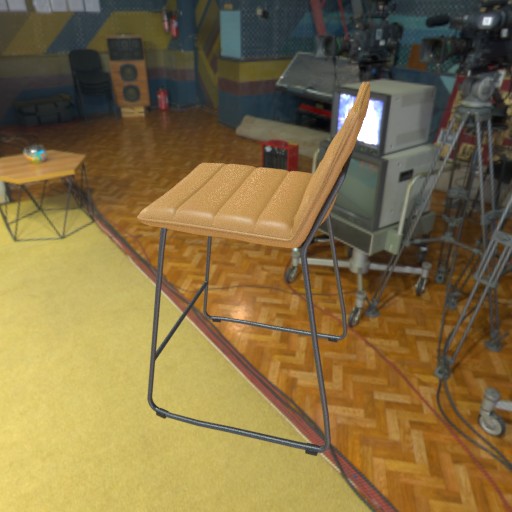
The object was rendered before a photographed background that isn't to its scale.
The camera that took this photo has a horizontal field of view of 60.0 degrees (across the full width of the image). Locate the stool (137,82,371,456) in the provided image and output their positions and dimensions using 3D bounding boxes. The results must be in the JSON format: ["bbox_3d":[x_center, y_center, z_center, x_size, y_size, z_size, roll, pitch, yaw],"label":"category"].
[{"bbox_3d":[0.000,0.000,1.203,0.524,0.866,0.489,8,30,13],"label":"stool"}]
